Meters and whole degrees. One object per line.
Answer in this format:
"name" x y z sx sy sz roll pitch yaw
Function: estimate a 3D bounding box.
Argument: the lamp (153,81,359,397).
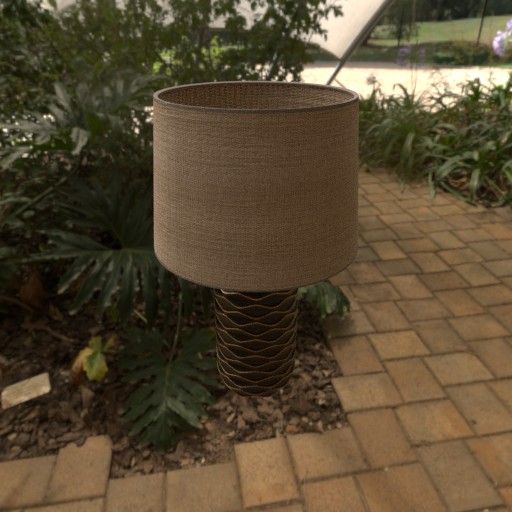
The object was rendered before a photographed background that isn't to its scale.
"lamp" 0.000 0.000 0.851 0.376 0.594 0.376 0 28 0
